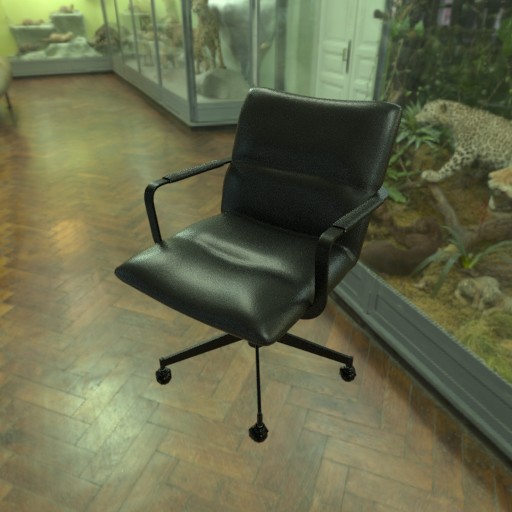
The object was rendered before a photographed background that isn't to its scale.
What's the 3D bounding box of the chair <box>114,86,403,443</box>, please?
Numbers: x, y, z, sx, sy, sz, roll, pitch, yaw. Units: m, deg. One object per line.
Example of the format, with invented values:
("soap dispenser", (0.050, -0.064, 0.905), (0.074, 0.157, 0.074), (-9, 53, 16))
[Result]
("chair", (0.000, 0.000, 1.458), (0.719, 0.922, 0.748), (19, 35, 29))
